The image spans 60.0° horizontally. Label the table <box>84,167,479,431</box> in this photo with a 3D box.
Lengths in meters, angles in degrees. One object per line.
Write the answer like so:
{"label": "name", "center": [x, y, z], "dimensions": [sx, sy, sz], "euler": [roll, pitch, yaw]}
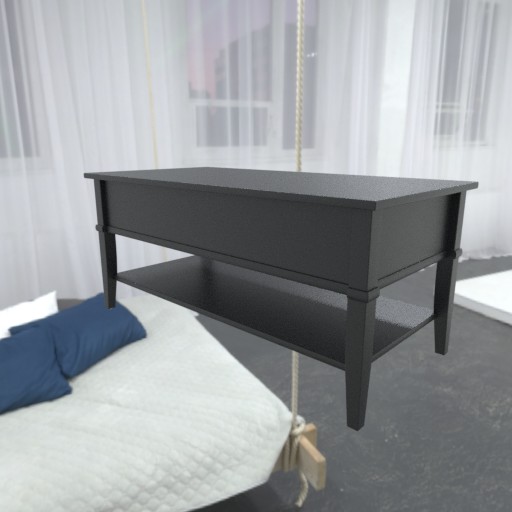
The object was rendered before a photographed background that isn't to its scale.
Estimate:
{"label": "table", "center": [0.000, 0.000, 1.332], "dimensions": [1.044, 0.470, 0.523], "euler": [13, 19, 42]}
